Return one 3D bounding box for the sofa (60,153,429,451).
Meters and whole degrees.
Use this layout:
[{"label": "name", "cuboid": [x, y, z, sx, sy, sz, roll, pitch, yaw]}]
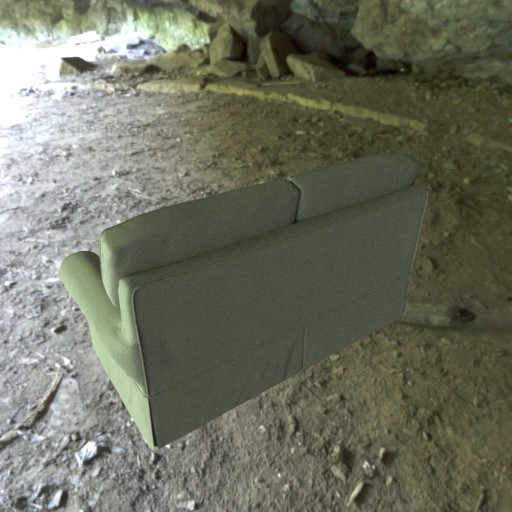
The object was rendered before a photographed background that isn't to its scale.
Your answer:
[{"label": "sofa", "cuboid": [0.000, 0.000, 2.363, 1.823, 1.024, 0.841, -19, 35, -30]}]
